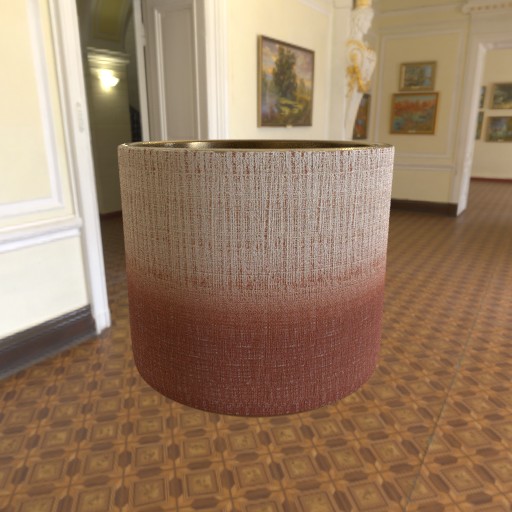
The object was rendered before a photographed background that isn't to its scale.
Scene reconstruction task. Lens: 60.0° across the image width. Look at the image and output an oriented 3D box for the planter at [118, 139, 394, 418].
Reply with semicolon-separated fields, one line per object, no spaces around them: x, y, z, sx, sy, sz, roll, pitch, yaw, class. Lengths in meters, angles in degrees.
0.000;0.000;0.446;0.254;0.221;0.254;0;16;0;planter
